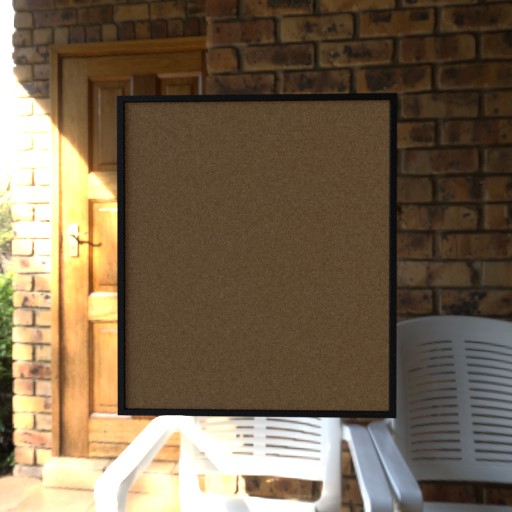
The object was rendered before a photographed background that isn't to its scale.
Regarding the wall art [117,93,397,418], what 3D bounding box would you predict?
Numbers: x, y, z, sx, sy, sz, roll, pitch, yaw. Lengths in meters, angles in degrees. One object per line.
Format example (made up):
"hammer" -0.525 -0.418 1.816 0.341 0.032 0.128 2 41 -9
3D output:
"wall art" 0.000 0.000 0.533 0.330 0.381 0.019 0 0 2
